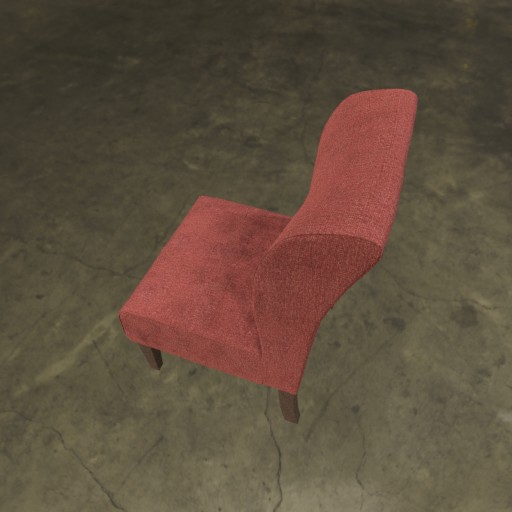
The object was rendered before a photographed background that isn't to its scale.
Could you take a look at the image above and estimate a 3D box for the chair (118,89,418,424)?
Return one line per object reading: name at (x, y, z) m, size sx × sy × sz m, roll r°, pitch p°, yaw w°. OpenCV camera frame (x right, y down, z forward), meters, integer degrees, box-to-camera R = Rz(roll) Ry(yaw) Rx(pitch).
chair at (0.000, 0.000, 1.243) m, size 0.640 × 0.846 × 0.538 m, roll 16°, pitch 50°, yaw 14°
